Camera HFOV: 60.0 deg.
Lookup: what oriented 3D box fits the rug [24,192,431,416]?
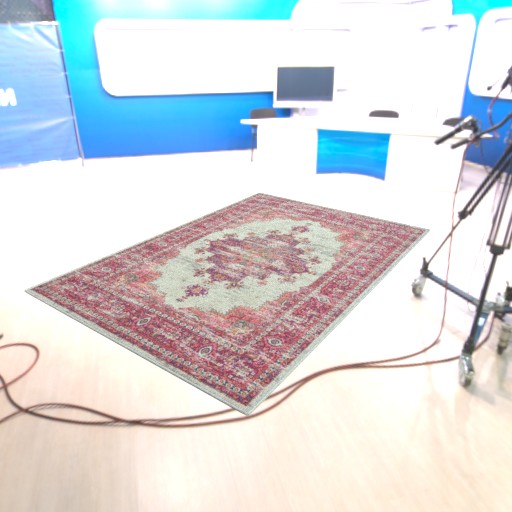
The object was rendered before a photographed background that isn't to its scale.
[{"bbox_3d":[0.000,0.000,2.847,1.555,0.011,2.232,17,31,32],"label":"rug"}]
